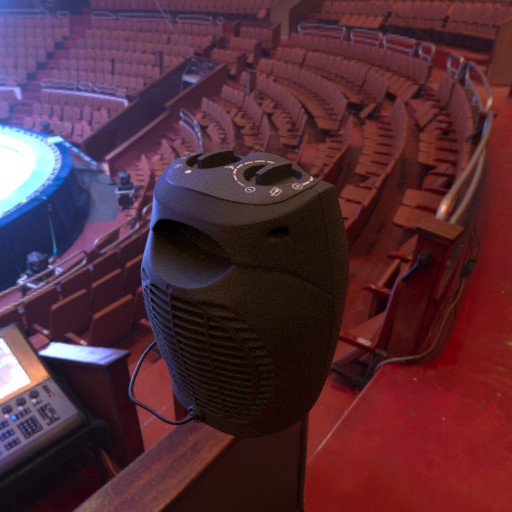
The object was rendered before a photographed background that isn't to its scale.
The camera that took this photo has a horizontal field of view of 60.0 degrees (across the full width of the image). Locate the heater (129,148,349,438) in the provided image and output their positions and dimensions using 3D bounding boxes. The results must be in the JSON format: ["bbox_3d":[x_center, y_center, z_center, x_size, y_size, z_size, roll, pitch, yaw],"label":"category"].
[{"bbox_3d":[0.000,0.000,0.464,0.239,0.240,0.291,21,35,33],"label":"heater"}]
